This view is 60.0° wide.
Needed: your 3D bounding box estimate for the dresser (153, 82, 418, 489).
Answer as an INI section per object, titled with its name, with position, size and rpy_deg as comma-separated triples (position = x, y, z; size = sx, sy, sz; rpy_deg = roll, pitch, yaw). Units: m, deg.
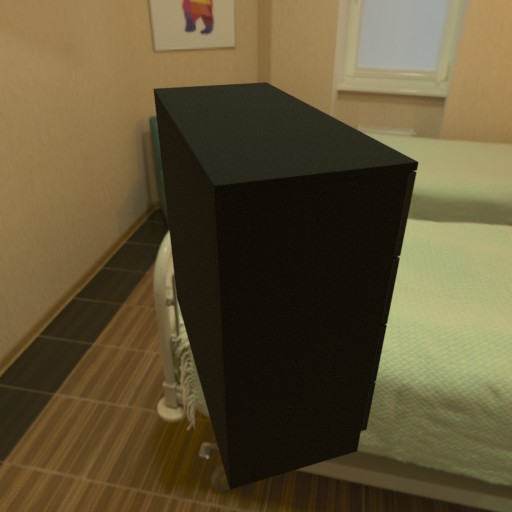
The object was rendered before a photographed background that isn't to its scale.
[dresser]
position = 0.000, 0.000, 1.155
size = 0.360, 0.720, 0.750
rpy_deg = -9, 32, -15
